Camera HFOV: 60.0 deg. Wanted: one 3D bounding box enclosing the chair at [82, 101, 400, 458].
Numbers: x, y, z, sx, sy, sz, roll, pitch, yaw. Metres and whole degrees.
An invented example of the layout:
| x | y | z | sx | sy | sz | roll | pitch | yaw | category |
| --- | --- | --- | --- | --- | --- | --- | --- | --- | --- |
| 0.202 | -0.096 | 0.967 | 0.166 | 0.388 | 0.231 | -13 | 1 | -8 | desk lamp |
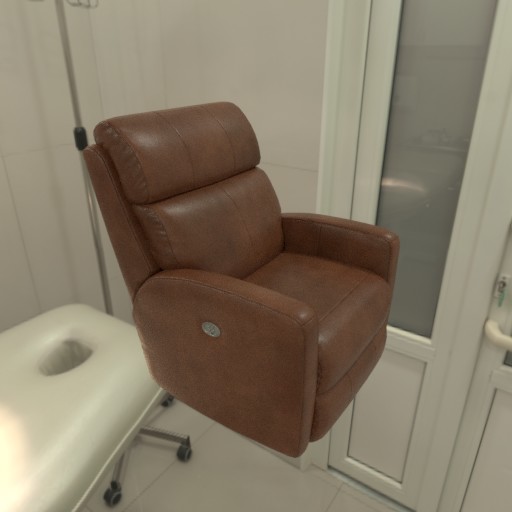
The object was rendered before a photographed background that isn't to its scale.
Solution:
| x | y | z | sx | sy | sz | roll | pitch | yaw | category |
| --- | --- | --- | --- | --- | --- | --- | --- | --- | --- |
| 0.000 | 0.000 | 1.673 | 0.939 | 1.016 | 0.787 | 17 | 30 | 31 | chair |
